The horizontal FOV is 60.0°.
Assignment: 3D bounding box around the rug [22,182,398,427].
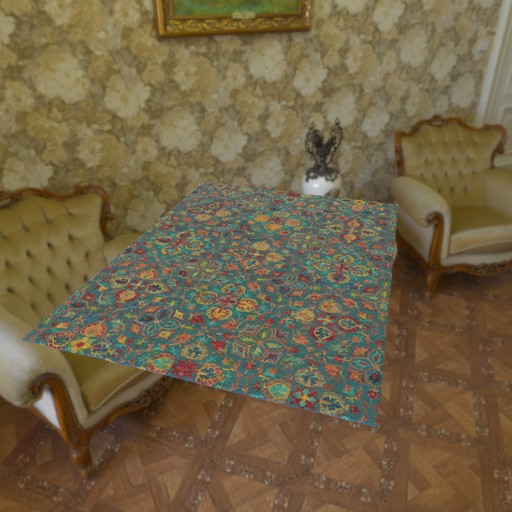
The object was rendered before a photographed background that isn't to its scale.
[{"bbox_3d":[0.000,0.000,4.098,2.434,0.025,3.204,9,31,15],"label":"rug"}]
